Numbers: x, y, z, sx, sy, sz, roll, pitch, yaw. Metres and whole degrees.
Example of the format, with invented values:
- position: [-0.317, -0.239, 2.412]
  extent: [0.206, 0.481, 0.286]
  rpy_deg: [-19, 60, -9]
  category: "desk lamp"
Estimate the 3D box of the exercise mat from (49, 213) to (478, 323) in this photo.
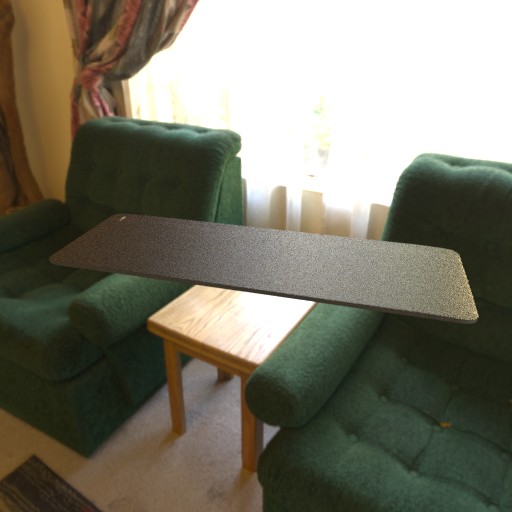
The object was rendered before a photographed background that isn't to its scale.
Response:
- position: [0.000, 0.000, 2.100]
  extent: [1.869, 0.021, 0.616]
  rpy_deg: [7, 28, 13]
  category: "exercise mat"
